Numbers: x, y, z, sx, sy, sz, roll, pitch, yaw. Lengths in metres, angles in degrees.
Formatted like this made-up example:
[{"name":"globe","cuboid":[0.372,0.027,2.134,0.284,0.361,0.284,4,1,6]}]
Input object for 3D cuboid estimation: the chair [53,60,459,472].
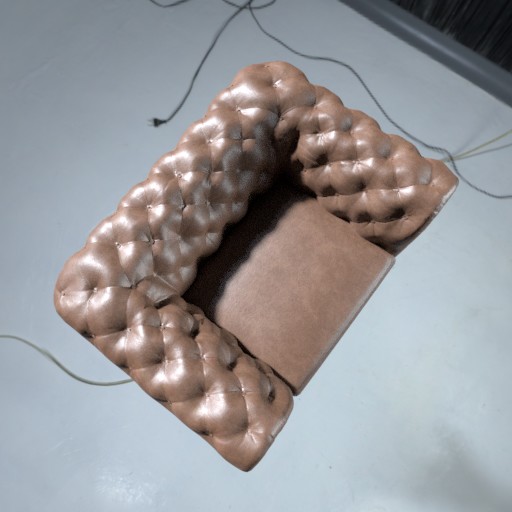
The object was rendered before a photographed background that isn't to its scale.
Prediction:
[{"name":"chair","cuboid":[0.000,0.000,1.859,0.954,0.784,1.298,37,79,9]}]
